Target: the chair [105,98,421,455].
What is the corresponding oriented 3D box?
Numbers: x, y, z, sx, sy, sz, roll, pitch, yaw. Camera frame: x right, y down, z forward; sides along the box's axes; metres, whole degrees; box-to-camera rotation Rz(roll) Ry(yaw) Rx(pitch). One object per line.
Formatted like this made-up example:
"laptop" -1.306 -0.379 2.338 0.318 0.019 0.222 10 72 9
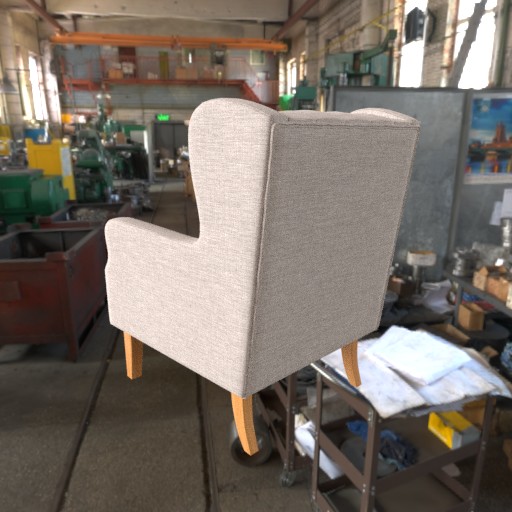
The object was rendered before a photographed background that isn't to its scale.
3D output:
"chair" 0.000 0.000 1.459 0.710 0.930 0.760 -14 21 -41
